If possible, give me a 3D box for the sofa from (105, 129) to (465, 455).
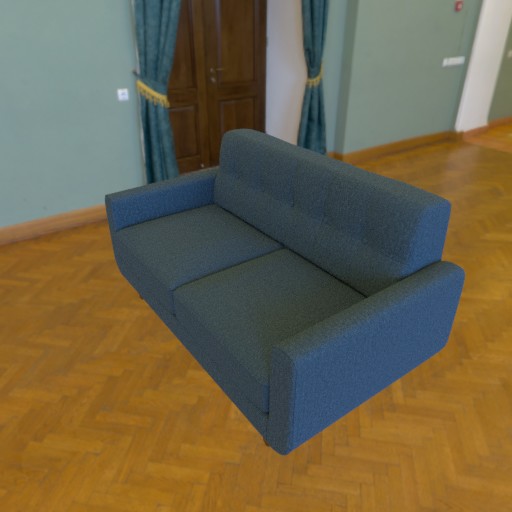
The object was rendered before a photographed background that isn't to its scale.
[{"bbox_3d":[0.000,0.000,2.205,0.942,0.896,1.651,-20,36,-31],"label":"sofa"}]
